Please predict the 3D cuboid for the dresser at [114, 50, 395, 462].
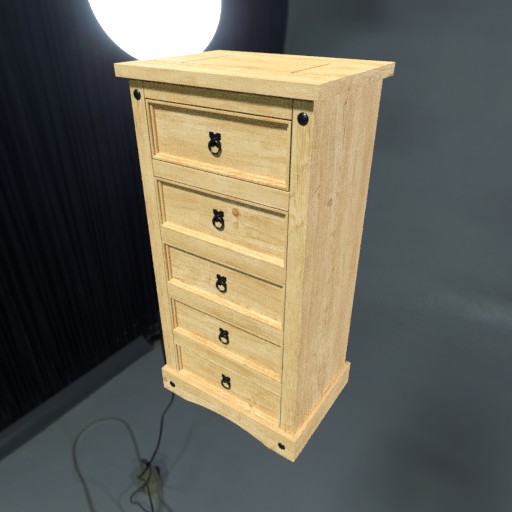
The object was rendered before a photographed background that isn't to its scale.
[{"bbox_3d":[0.000,0.000,1.295,0.531,1.041,0.390,19,35,29],"label":"dresser"}]
